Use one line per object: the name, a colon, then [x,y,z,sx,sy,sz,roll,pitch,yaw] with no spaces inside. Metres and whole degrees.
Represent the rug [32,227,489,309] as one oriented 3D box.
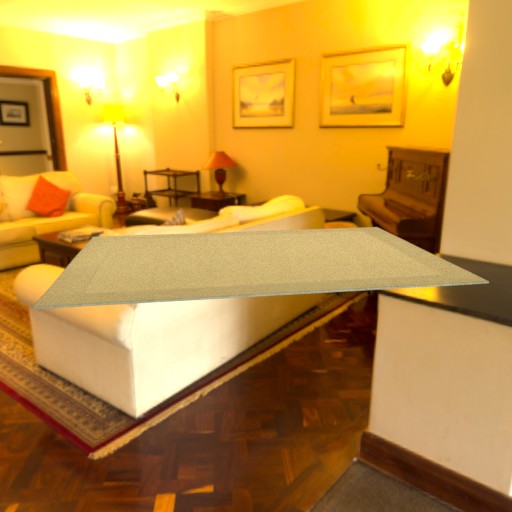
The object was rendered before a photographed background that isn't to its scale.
rug: [0.000,0.000,3.048,2.438,0.014,1.524,-2,16,-9]
